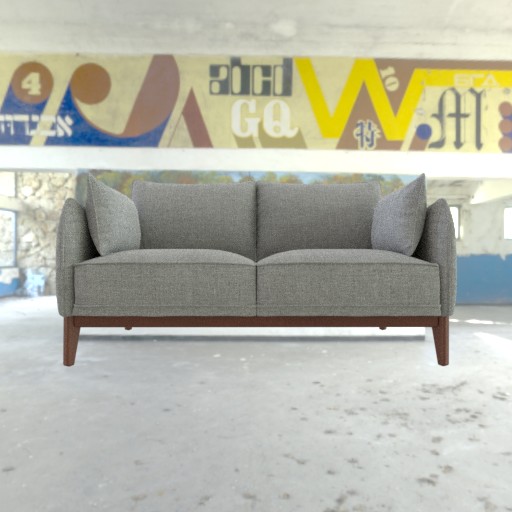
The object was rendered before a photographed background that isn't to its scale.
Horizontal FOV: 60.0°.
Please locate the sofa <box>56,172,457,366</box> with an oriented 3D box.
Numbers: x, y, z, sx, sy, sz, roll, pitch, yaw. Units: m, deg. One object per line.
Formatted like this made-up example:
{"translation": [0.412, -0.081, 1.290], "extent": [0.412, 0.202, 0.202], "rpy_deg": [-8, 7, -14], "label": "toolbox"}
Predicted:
{"translation": [0.000, 0.000, 2.111], "extent": [1.580, 0.851, 0.972], "rpy_deg": [0, 0, 0], "label": "sofa"}
